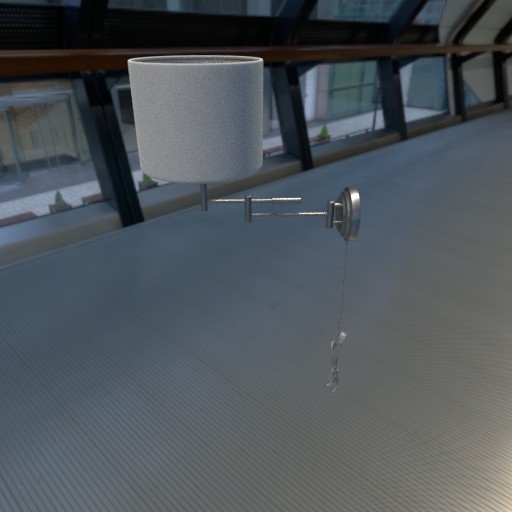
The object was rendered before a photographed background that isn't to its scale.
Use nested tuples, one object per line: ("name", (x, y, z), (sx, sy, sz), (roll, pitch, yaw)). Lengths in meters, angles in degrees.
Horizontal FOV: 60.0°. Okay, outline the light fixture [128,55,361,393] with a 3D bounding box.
("light fixture", (0.000, 0.000, 1.034), (0.479, 0.842, 0.253), (-1, 27, -2))
